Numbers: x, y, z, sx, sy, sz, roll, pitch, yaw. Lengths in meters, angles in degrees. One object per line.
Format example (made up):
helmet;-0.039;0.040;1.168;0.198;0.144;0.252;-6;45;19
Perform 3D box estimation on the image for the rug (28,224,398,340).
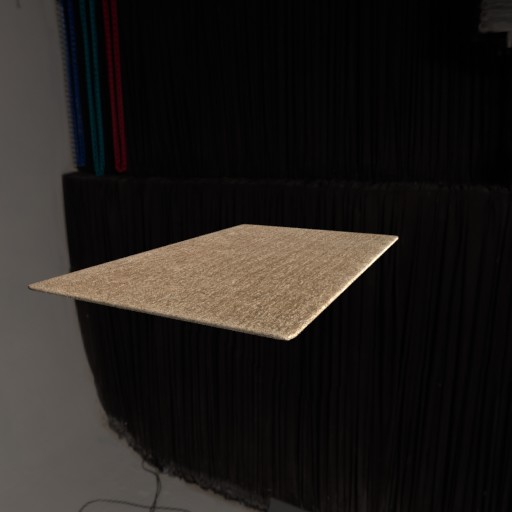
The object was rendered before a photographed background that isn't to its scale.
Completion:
rug;0.000;0.000;3.110;1.539;0.024;2.469;6;14;26
